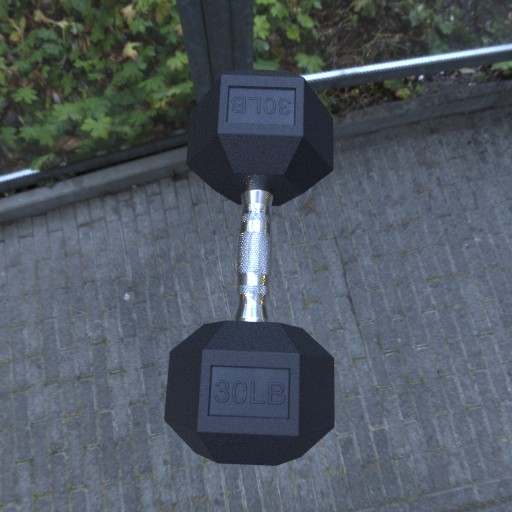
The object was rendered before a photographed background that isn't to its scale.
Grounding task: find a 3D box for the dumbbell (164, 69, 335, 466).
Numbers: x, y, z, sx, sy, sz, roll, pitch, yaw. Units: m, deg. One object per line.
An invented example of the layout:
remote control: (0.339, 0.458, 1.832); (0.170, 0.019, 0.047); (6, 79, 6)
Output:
dumbbell: (0.000, 0.000, 0.404); (0.142, 0.123, 0.337); (2, 76, 1)
